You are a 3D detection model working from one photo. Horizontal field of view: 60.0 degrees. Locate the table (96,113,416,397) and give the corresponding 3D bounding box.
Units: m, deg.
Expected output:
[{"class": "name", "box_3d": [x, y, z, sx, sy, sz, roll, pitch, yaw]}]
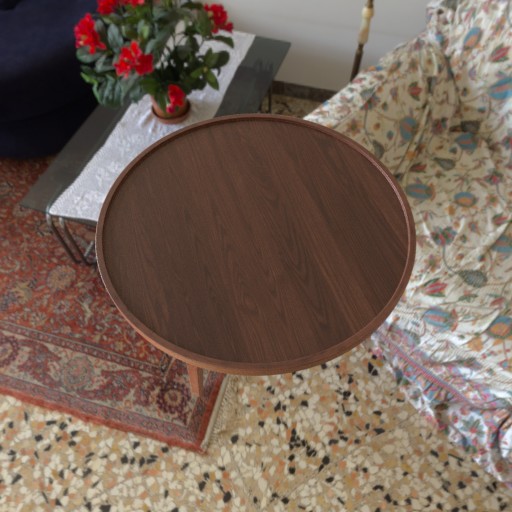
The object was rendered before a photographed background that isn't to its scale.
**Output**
[{"class": "table", "box_3d": [0.000, 0.000, 1.276, 0.800, 0.360, 0.800, 0, 57, 0]}]
